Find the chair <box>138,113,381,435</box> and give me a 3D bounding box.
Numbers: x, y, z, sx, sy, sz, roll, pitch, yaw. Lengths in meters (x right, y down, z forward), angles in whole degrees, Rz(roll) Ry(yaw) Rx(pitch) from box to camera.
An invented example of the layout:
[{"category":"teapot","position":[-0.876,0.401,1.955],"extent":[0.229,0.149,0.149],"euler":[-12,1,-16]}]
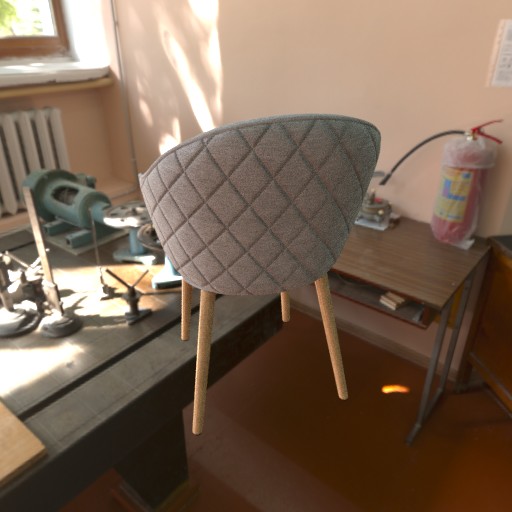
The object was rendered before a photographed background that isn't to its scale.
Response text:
[{"category":"chair","position":[0.000,0.000,1.159],"extent":[0.540,0.800,0.530],"euler":[-8,29,-15]}]
